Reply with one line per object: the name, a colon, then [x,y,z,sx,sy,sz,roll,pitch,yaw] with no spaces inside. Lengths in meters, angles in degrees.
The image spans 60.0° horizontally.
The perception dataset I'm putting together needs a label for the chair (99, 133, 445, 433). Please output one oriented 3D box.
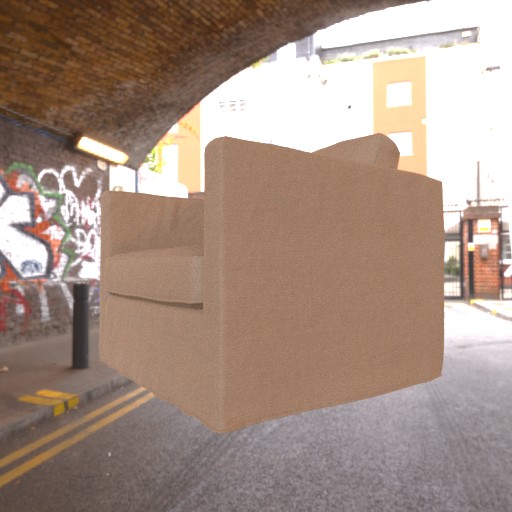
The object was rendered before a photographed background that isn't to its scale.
chair: [0.000,0.000,1.725,0.949,0.867,1.057,1,-2,-35]
